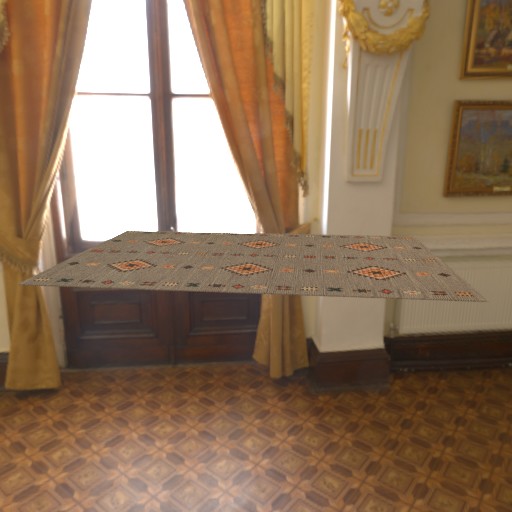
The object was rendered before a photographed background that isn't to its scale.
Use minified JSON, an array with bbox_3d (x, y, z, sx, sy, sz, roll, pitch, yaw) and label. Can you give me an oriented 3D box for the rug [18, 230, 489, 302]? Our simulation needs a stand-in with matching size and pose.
[{"bbox_3d":[0.000,0.000,2.997,2.427,0.007,1.515,2,15,6],"label":"rug"}]
